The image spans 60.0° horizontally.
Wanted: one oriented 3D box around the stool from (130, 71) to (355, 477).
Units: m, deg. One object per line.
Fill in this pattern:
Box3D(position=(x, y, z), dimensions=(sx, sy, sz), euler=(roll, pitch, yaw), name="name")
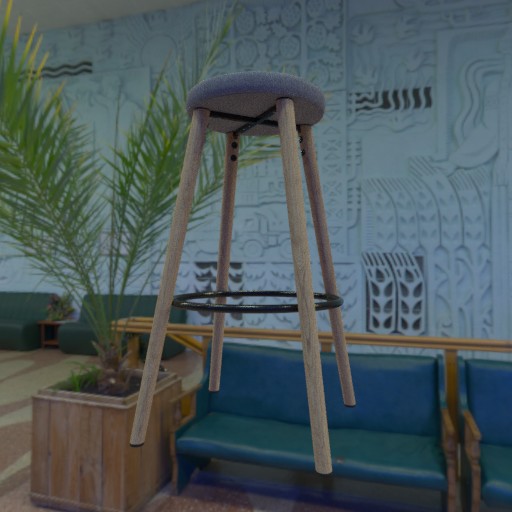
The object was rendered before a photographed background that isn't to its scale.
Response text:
Box3D(position=(0.000, 0.000, 1.025), dimensions=(0.410, 0.770, 0.410), euler=(0, -1, 19), name="stool")
